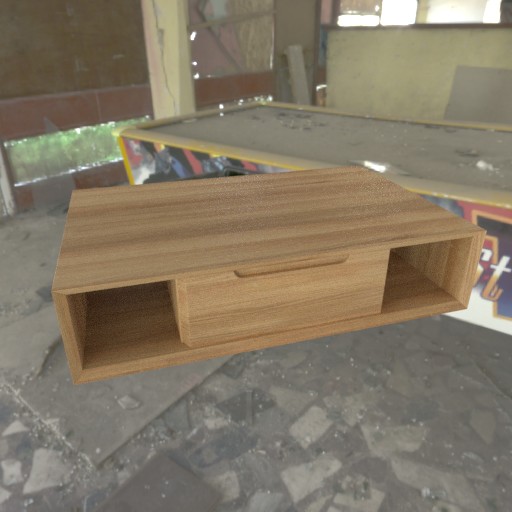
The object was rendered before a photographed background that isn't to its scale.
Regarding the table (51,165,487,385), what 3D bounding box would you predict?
[{"bbox_3d":[0.000,0.000,1.435,1.100,0.330,0.700,-8,28,-15],"label":"table"}]
